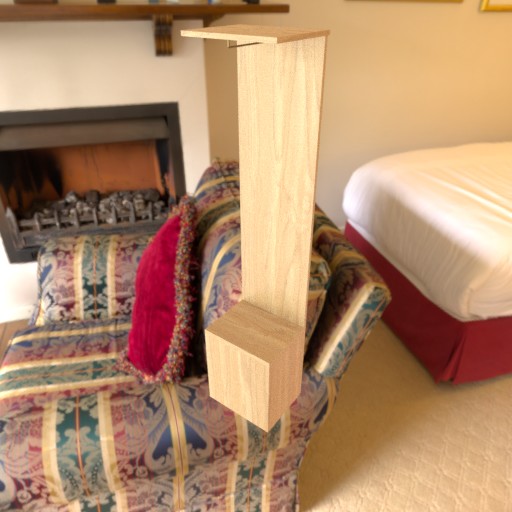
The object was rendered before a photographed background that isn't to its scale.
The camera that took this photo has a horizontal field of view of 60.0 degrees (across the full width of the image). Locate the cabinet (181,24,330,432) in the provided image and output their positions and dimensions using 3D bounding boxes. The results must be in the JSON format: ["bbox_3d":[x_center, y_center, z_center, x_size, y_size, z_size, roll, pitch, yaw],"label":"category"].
[{"bbox_3d":[0.000,0.000,2.062,0.411,1.879,0.338,21,37,30],"label":"cabinet"}]
